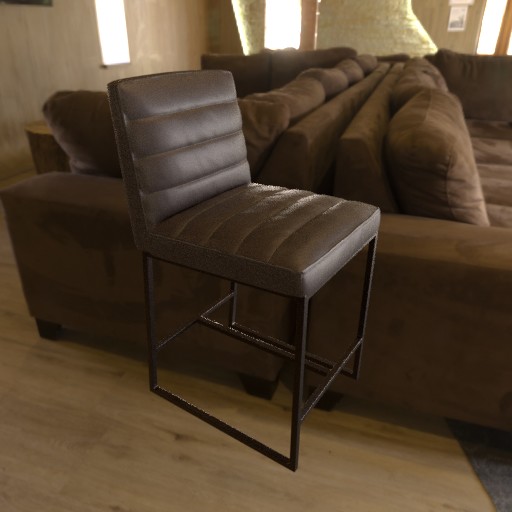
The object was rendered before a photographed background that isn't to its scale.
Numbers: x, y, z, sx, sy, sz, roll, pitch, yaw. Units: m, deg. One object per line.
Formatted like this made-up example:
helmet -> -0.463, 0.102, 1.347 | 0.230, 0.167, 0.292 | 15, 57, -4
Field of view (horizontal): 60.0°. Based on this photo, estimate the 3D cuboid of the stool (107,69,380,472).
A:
stool -> 0.000, 0.000, 1.252 | 0.562, 0.946, 0.463 | 17, 31, 30
